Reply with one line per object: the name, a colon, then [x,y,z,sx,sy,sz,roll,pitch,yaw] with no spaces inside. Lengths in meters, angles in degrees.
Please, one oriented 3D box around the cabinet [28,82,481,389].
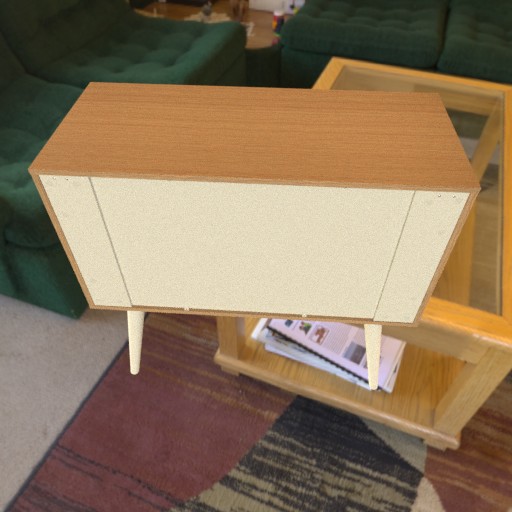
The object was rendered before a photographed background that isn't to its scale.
cabinet: [0.000,0.000,1.559,1.057,1.016,0.470,3,47,3]
